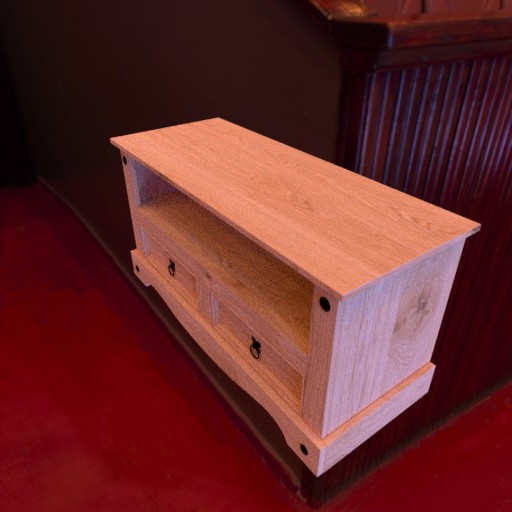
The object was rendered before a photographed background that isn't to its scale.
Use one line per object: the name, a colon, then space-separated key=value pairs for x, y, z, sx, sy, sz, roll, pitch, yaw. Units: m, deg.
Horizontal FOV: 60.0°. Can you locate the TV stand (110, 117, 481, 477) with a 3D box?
TV stand: x=0.000 y=0.000 z=1.381 sx=0.440 sy=0.550 sz=1.080 roll=-22 pitch=38 yaw=-30
